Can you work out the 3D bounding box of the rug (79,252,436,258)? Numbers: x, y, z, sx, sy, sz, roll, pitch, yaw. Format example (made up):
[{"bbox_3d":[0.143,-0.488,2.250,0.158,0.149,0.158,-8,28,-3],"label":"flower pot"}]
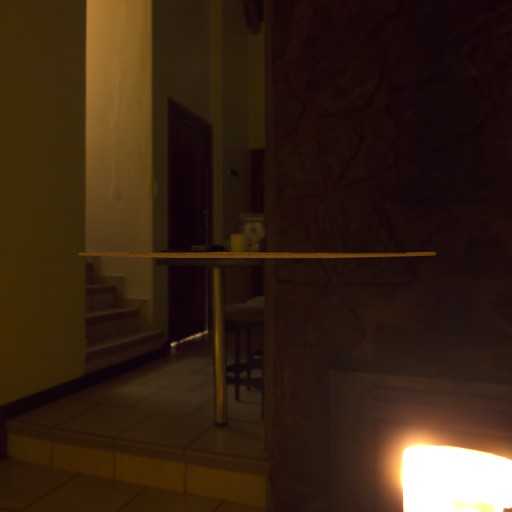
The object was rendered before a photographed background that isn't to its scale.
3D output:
[{"bbox_3d":[0.000,0.000,3.094,1.521,0.015,2.436,0,0,0],"label":"rug"}]
